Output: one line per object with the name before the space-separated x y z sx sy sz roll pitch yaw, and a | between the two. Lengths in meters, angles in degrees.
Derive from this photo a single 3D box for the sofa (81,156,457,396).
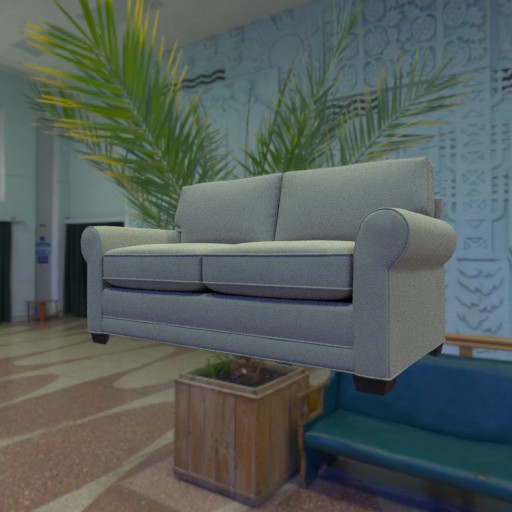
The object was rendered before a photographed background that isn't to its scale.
sofa | 0.000 0.000 2.246 1.774 0.933 0.861 0 0 35
